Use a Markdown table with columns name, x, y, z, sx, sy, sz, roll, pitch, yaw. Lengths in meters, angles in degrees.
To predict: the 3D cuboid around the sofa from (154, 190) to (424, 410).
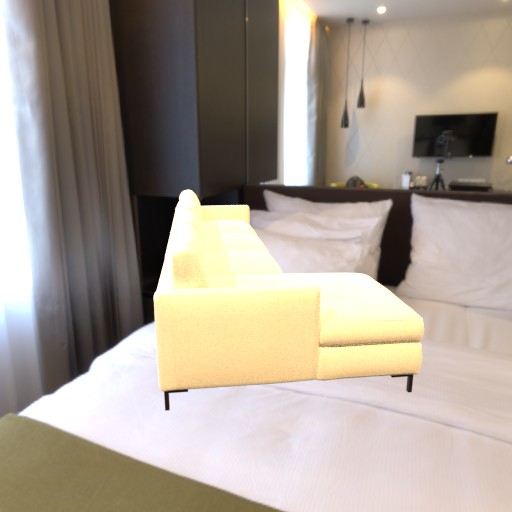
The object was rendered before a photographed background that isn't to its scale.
| name | x | y | z | sx | sy | sz | roll | pitch | yaw |
| --- | --- | --- | --- | --- | --- | --- | --- | --- | --- |
| sofa | 0.000 | 0.000 | 3.834 | 1.467 | 0.875 | 3.186 | -2 | 15 | -8 |
